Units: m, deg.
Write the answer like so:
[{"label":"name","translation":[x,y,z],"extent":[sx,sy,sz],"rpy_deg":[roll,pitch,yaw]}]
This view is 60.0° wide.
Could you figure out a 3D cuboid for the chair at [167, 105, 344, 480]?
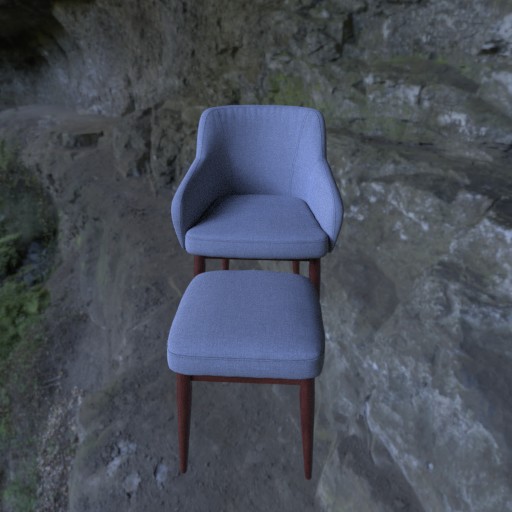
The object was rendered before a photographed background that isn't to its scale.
[{"label":"chair","translation":[0.000,0.000,1.518],"extent":[0.584,0.799,1.107],"rpy_deg":[1,30,3]}]
